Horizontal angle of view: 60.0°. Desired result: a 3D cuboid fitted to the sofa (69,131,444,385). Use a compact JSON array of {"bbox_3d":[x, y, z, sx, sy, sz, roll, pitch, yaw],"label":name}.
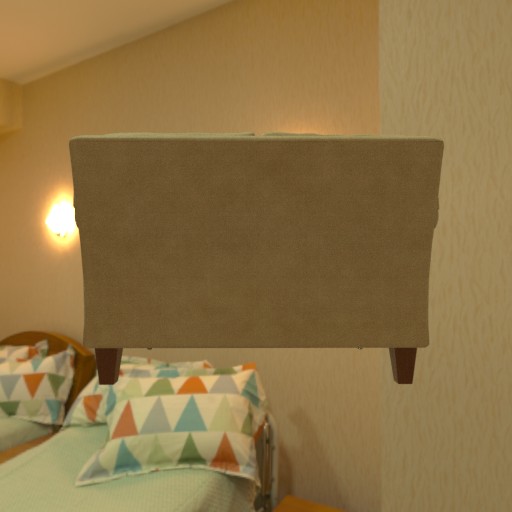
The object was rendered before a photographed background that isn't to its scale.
[{"bbox_3d":[0.000,0.000,2.215,1.498,1.087,1.086,0,-1,-1],"label":"sofa"}]
